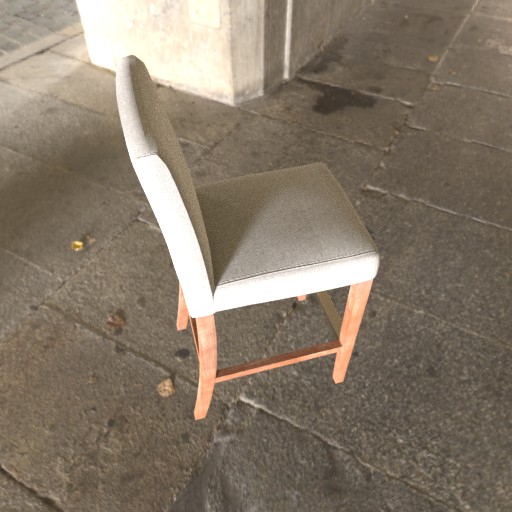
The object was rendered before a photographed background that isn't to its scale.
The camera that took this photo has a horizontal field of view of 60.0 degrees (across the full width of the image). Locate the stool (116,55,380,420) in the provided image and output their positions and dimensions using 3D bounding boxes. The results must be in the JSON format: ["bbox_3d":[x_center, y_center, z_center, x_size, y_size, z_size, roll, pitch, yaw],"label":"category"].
[{"bbox_3d":[0.000,0.000,1.321,0.570,1.088,0.439,-12,48,-11],"label":"stool"}]
